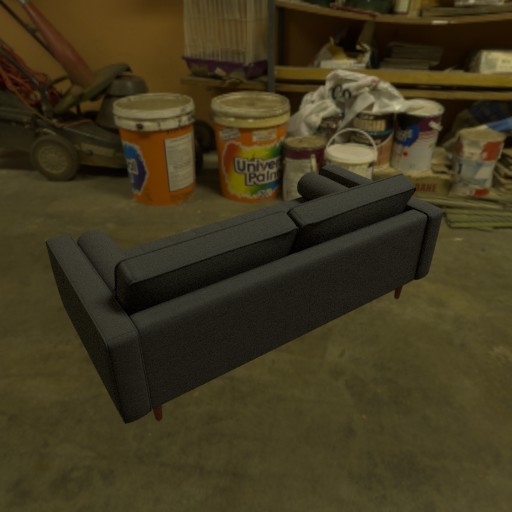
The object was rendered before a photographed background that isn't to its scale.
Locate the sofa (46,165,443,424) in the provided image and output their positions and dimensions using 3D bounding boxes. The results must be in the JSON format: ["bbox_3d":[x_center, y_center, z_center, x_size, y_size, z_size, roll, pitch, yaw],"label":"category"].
[{"bbox_3d":[0.000,0.000,2.368,1.875,0.759,0.914,-20,36,-29],"label":"sofa"}]
